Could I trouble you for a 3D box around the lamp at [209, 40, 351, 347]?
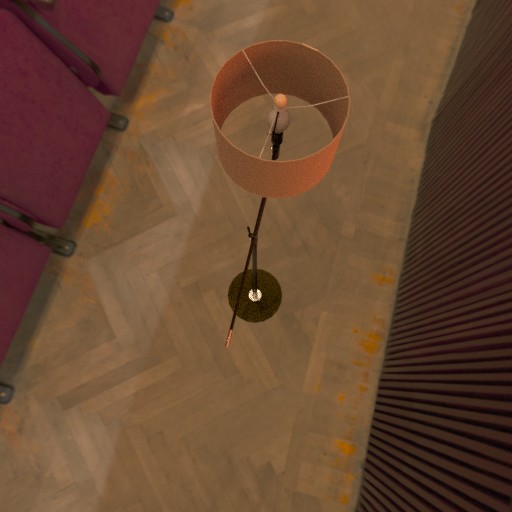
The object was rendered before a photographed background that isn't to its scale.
[{"bbox_3d":[0.000,0.000,1.901,0.373,1.635,0.809,17,75,4],"label":"lamp"}]
